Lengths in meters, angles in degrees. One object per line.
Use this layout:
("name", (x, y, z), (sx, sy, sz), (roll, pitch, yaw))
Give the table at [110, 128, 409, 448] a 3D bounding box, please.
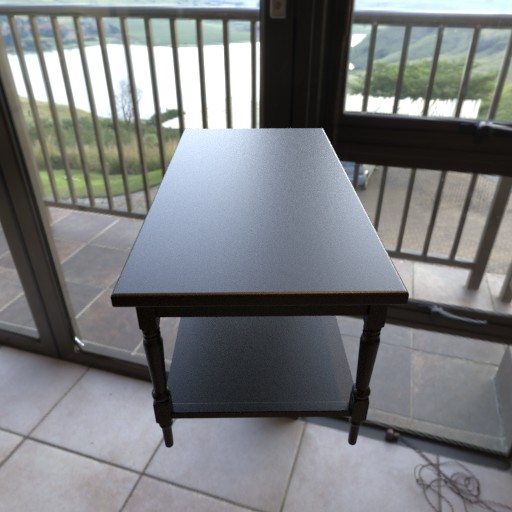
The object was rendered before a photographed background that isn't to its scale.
("table", (0.000, 0.000, 1.416), (0.550, 0.510, 1.107), (0, 31, -1))
